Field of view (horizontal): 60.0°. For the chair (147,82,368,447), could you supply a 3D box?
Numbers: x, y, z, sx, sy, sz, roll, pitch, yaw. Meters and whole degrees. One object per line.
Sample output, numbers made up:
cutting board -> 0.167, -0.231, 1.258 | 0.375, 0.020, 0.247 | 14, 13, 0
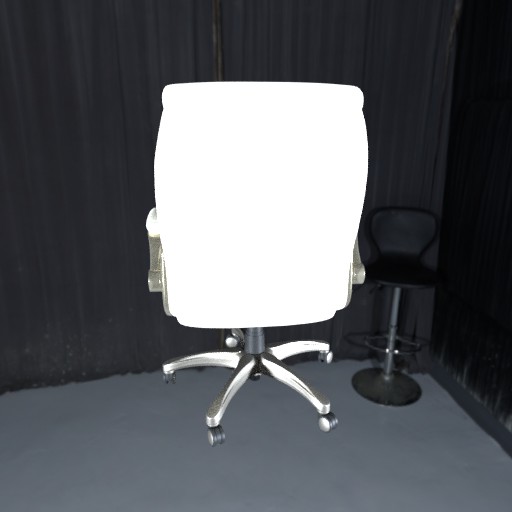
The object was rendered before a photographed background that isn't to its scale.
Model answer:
chair -> 0.000, 0.000, 1.590 | 0.740, 1.110, 0.794 | -3, 17, -9
